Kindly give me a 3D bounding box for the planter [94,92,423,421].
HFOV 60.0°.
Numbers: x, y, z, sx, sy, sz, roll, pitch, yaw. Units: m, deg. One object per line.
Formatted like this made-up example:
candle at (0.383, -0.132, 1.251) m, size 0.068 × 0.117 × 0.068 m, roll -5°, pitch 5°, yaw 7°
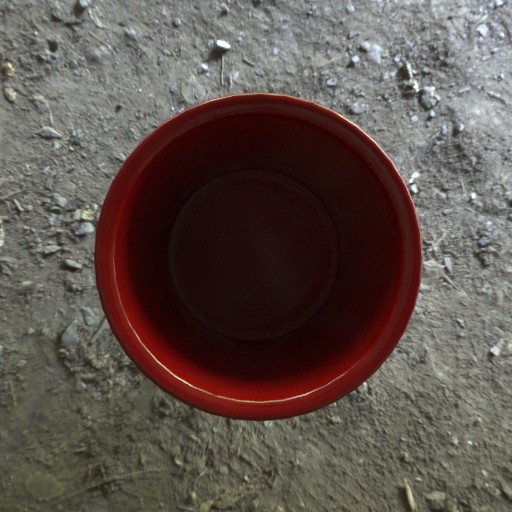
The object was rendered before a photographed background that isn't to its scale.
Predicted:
planter at (0.000, 0.000, 0.405) m, size 0.230 × 0.202 × 0.230 m, roll 0°, pitch 91°, yaw -2°
